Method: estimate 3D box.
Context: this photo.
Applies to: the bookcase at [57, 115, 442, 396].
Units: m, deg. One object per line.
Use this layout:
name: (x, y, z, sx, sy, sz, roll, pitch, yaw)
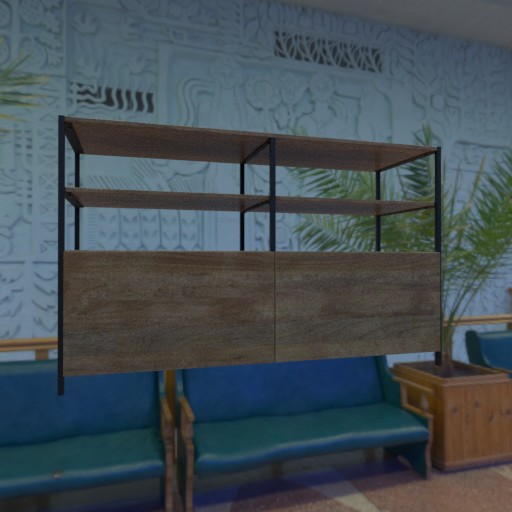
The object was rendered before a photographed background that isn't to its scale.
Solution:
bookcase: (0.000, 0.000, 1.456, 1.149, 0.712, 0.391, 0, 0, -16)
